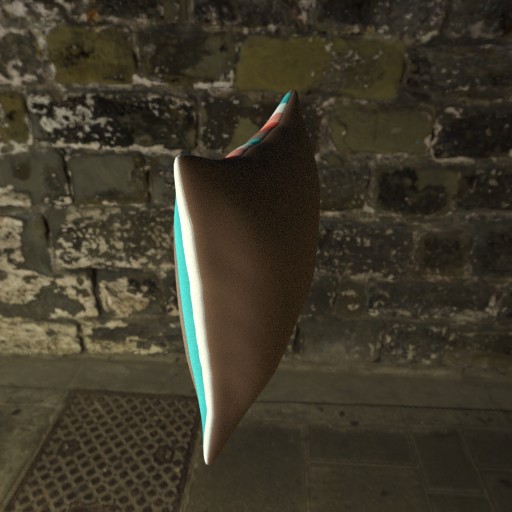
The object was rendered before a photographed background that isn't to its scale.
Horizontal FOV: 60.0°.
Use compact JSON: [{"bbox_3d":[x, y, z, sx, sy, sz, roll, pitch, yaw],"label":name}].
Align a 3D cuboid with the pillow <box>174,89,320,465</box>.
[{"bbox_3d":[0.000,0.000,0.704,0.168,0.443,0.453,9,30,16],"label":"pillow"}]
